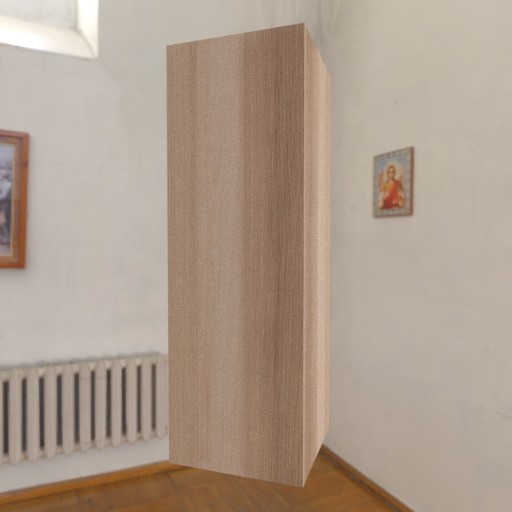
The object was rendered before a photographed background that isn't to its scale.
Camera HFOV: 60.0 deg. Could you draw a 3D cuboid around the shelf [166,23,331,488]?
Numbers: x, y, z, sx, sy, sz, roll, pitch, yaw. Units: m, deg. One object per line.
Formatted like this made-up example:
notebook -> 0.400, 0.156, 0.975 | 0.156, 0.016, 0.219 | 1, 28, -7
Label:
shelf -> 0.000, 0.000, 1.015 | 0.290, 0.872, 0.290 | 1, 2, 19
